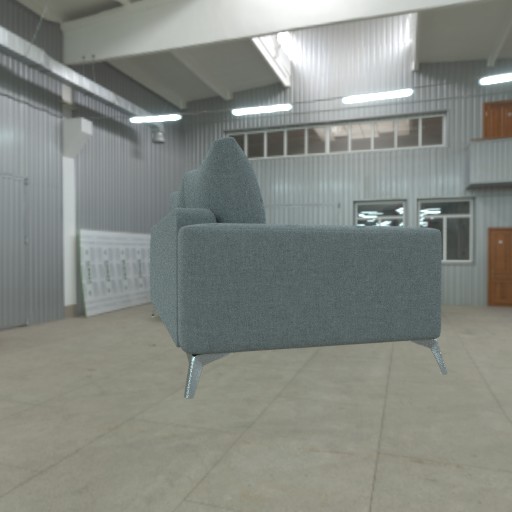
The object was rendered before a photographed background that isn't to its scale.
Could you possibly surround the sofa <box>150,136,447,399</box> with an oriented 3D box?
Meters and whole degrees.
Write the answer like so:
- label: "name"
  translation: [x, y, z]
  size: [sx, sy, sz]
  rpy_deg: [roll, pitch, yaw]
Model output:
- label: "sofa"
  translation: [0.000, 0.000, 2.151]
  size: [0.920, 0.790, 1.650]
  rpy_deg: [0, 1, -17]
